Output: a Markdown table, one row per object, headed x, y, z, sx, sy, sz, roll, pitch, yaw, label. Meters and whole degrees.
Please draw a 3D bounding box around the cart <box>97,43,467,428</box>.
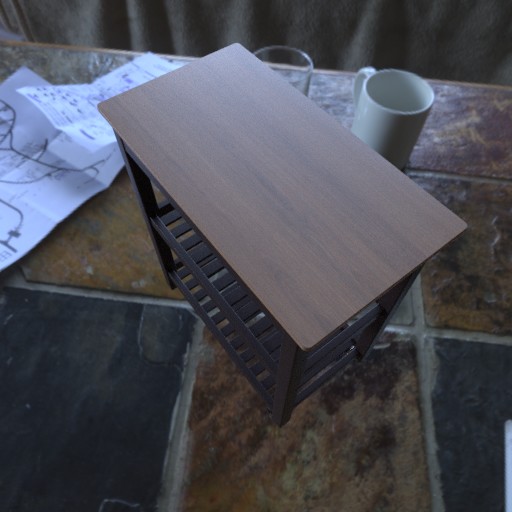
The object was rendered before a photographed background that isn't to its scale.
| x | y | z | sx | sy | sz | roll | pitch | yaw | label |
| --- | --- | --- | --- | --- | --- | --- | --- | --- | --- |
| 0.000 | 0.000 | 1.447 | 0.457 | 0.927 | 0.899 | -33 | 63 | -19 | cart |
